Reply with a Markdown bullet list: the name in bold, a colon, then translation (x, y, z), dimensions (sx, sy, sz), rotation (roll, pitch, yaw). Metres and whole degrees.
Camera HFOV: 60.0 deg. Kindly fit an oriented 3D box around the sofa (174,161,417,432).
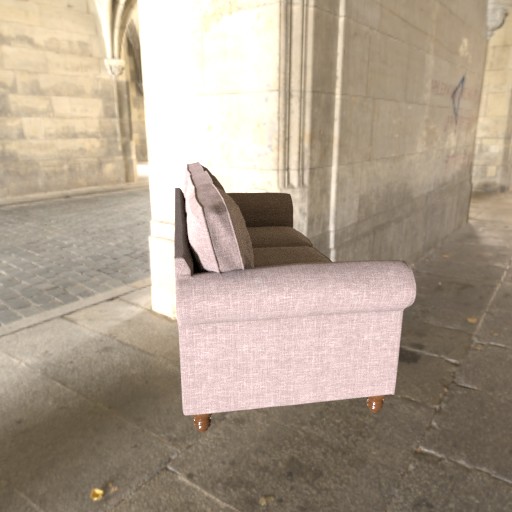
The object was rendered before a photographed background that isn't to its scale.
- **sofa**: translation (0.000, 0.000, 2.601), dimensions (0.916, 0.961, 2.084), rotation (-3, 16, -10)
